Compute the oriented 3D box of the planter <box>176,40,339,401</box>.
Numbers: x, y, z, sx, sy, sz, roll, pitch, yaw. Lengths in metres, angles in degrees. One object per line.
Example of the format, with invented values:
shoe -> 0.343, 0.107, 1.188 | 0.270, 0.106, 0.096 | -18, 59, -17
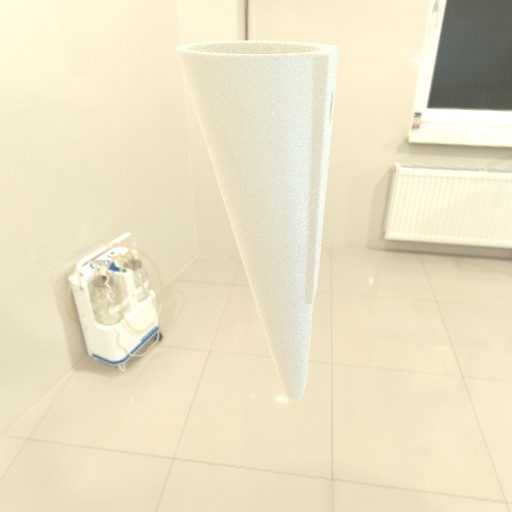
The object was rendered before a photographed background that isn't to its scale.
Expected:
planter -> 0.000, 0.000, 0.225 | 0.064, 0.193, 0.057 | 8, 31, 13
